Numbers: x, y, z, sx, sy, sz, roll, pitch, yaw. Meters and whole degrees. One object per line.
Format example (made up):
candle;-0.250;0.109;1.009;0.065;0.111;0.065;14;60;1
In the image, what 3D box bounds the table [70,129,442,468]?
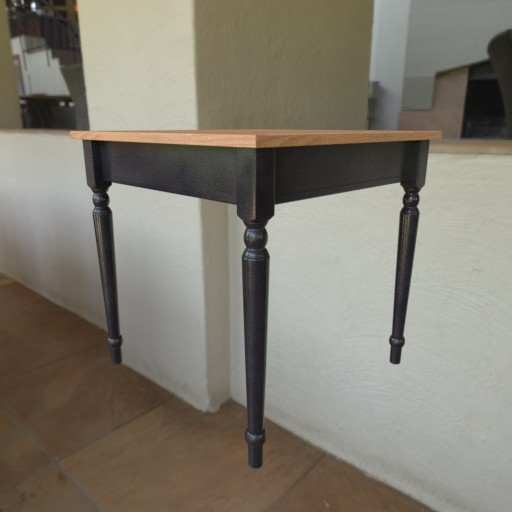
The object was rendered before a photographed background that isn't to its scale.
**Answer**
table;0.000;0.000;1.360;0.747;0.738;0.747;-16;23;-43
